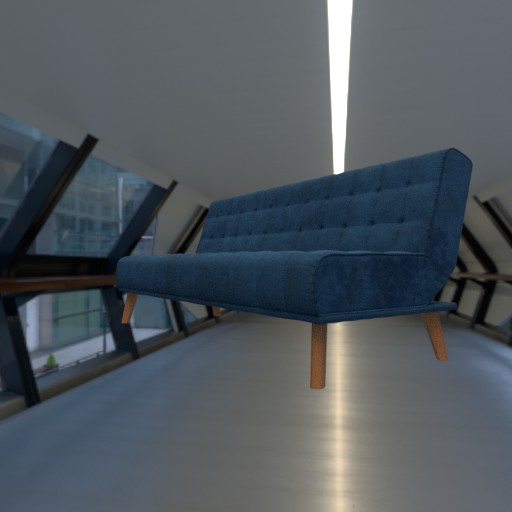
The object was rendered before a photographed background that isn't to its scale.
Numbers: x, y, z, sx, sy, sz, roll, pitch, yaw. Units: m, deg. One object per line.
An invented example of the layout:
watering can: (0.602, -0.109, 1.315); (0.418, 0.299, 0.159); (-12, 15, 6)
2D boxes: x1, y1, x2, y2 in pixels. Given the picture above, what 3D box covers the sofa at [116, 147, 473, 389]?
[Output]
sofa: (0.000, 0.000, 2.256); (0.855, 0.813, 1.804); (1, -1, -35)
